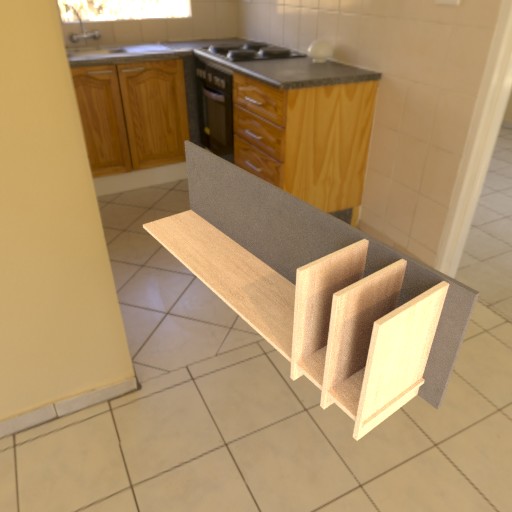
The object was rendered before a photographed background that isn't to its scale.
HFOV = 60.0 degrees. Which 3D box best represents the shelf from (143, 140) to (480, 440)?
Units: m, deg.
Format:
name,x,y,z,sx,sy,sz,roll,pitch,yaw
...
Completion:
name,x,y,z,sx,sy,sz,roll,pitch,yaw
shelf,0.000,0.000,1.136,0.200,0.300,1.020,-22,39,-30
